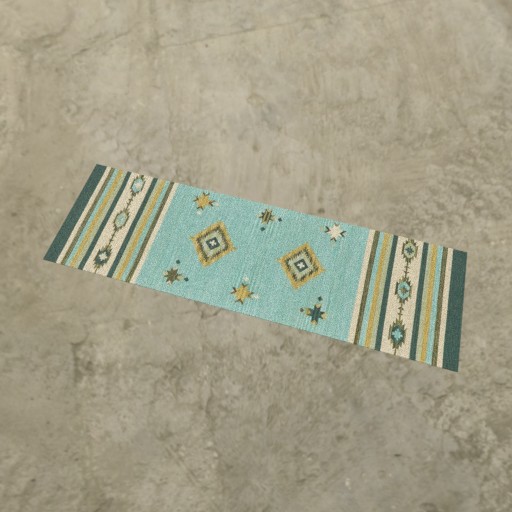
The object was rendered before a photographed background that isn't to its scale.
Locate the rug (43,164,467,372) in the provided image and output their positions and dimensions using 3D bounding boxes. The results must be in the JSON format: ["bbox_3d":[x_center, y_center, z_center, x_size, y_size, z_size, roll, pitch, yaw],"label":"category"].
[{"bbox_3d":[0.000,0.000,2.668,2.441,0.010,0.744,14,64,7],"label":"rug"}]
